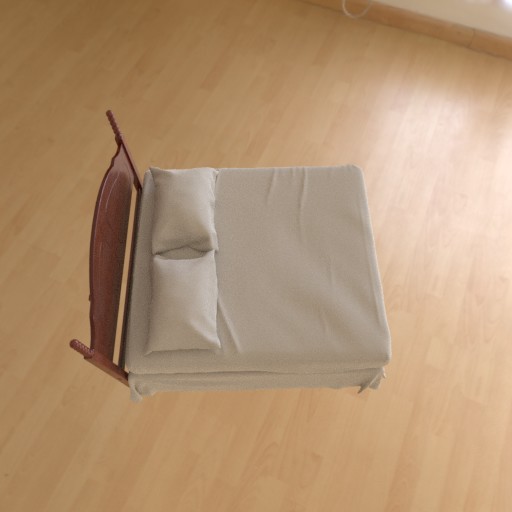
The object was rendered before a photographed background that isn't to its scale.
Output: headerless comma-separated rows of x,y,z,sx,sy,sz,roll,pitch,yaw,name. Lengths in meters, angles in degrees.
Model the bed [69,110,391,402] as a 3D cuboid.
0.000,0.000,3.297,2.040,1.356,1.873,-1,65,-1,bed
